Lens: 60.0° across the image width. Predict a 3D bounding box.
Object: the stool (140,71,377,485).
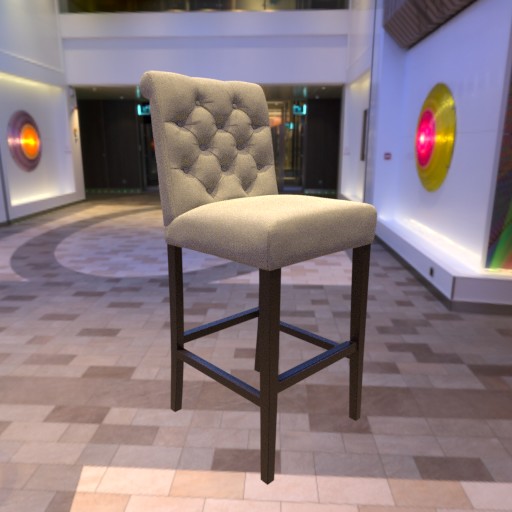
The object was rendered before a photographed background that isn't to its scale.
[{"bbox_3d":[0.000,0.000,1.446,0.493,1.140,0.601,-13,19,-42],"label":"stool"}]
